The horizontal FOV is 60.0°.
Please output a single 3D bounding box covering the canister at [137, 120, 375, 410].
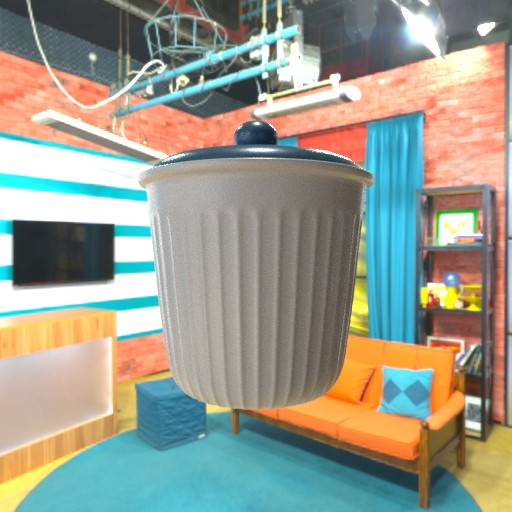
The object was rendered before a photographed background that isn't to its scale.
[{"bbox_3d":[0.000,0.000,0.350,0.181,0.211,0.181,0,1,0],"label":"canister"}]
